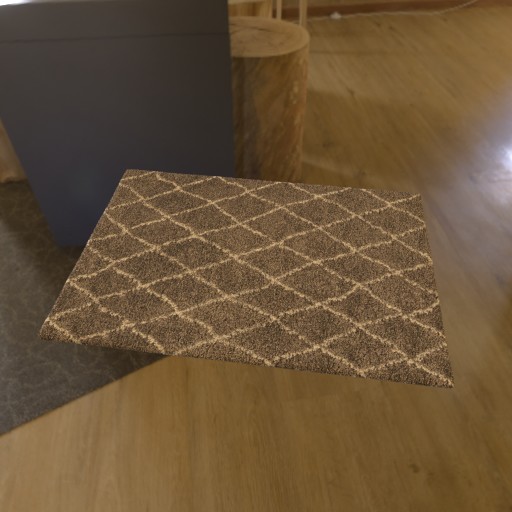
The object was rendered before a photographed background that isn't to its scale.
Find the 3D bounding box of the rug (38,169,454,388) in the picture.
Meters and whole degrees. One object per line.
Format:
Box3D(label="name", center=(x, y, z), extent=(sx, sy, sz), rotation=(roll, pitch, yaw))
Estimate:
Box3D(label="rug", center=(0.000, 0.000, 2.270), extent=(1.778, 0.030, 1.219), rotation=(6, 48, 5))
